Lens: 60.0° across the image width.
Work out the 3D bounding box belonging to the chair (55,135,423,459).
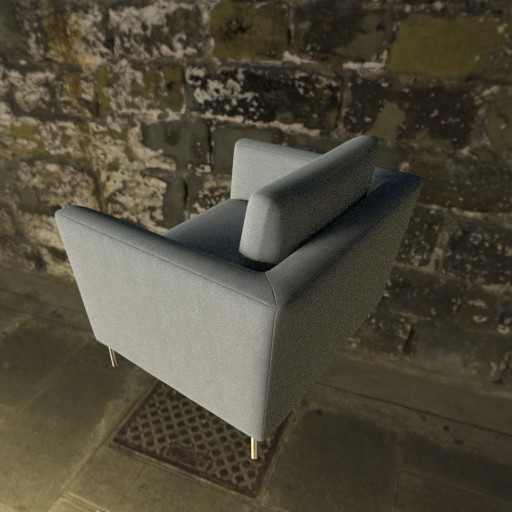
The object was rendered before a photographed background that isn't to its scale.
[{"bbox_3d":[0.000,0.000,1.692,0.889,0.864,1.041,21,37,30],"label":"chair"}]
